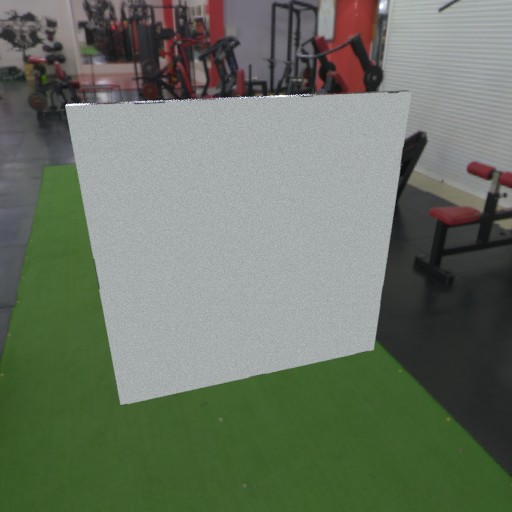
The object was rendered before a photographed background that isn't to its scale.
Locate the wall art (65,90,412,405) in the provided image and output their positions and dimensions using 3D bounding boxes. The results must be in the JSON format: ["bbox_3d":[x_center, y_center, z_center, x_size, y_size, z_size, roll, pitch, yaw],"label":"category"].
[{"bbox_3d":[0.000,0.000,0.654,0.446,0.445,0.014,-8,28,-16],"label":"wall art"}]
